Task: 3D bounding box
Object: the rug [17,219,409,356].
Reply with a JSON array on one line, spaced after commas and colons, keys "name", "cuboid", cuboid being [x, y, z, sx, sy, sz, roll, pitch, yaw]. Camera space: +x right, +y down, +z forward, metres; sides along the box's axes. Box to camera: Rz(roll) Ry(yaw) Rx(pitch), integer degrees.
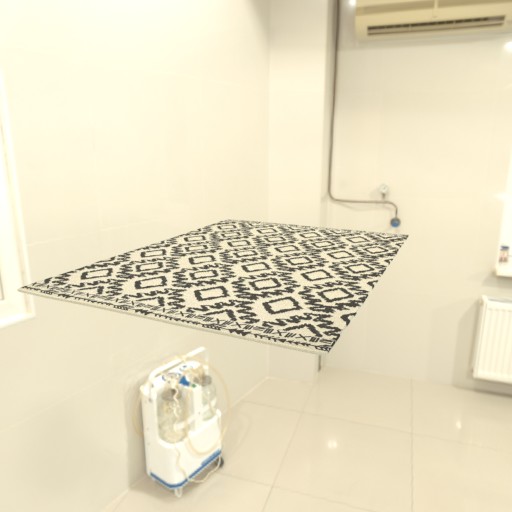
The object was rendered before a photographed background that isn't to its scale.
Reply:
[{"name": "rug", "cuboid": [0.000, 0.000, 4.306, 2.444, 0.036, 3.369, 7, 16, 25]}]
